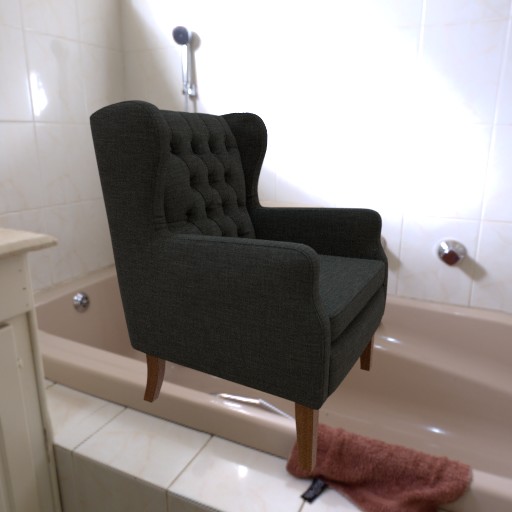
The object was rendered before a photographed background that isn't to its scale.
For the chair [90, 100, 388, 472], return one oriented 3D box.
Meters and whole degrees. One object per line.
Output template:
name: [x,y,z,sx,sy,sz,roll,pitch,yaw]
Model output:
chair: [0.000,0.000,1.470,0.775,0.953,0.711,8,17,27]
